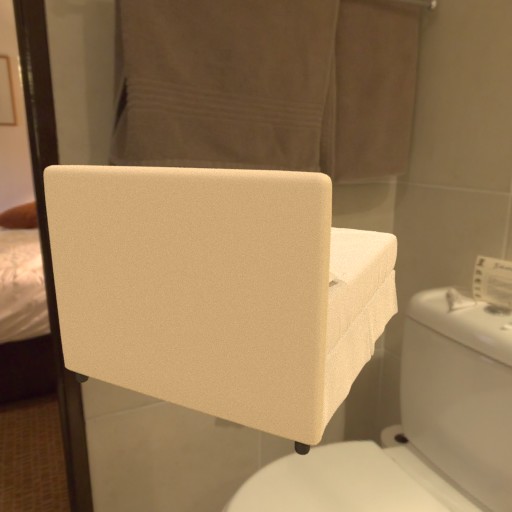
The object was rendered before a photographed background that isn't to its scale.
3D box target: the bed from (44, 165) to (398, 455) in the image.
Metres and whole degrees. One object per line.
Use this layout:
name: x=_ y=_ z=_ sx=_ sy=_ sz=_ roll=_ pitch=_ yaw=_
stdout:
bed: x=0.000 y=0.000 z=3.172 sx=1.714 sy=1.330 sz=2.147 roll=7 pitch=16 yaw=26
